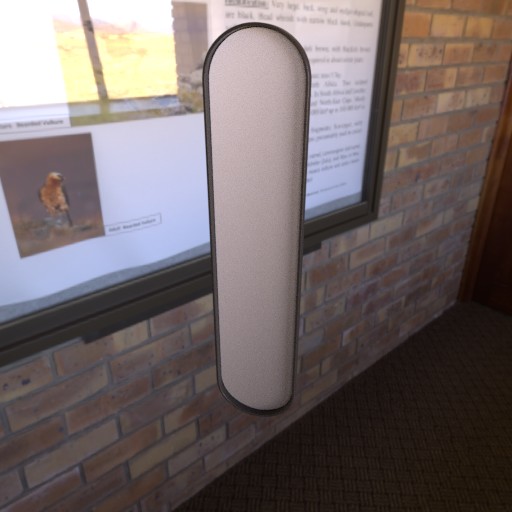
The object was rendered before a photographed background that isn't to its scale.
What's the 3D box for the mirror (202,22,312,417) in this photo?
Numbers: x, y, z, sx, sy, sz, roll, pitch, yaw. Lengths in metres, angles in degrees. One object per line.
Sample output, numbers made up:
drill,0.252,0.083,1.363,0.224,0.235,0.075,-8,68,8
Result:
mirror,0.000,0.000,1.061,0.222,0.991,0.032,7,26,15
